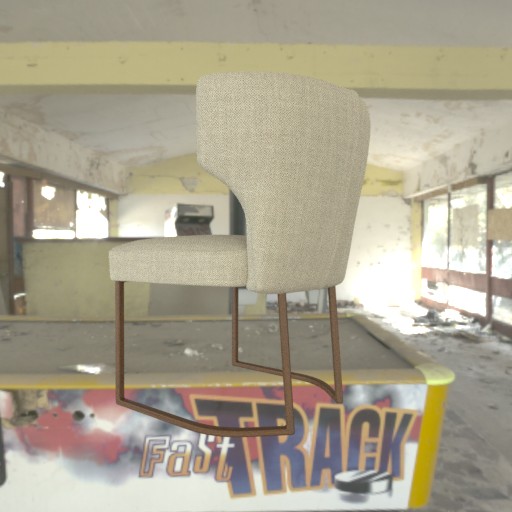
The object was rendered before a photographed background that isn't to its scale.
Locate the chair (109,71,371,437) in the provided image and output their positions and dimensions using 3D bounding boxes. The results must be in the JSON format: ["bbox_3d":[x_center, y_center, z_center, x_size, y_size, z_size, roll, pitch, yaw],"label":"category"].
[{"bbox_3d":[0.000,0.000,1.250,0.617,0.824,0.611,1,2,37],"label":"chair"}]
